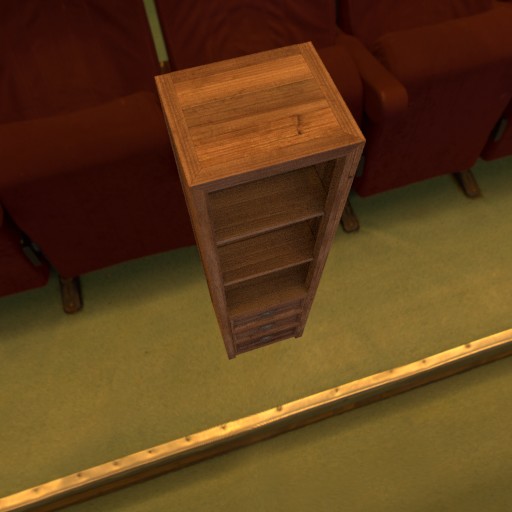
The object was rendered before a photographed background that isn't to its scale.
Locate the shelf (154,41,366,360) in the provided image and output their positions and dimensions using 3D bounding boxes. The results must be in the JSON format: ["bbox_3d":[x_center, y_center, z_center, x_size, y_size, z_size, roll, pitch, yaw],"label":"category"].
[{"bbox_3d":[0.000,0.000,2.114,0.500,1.900,0.428,-16,65,-8],"label":"shelf"}]
